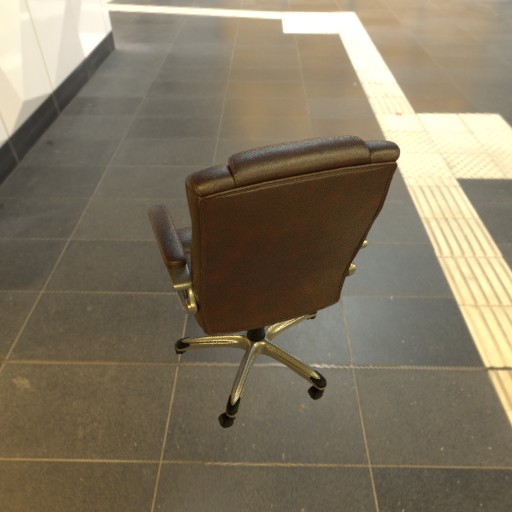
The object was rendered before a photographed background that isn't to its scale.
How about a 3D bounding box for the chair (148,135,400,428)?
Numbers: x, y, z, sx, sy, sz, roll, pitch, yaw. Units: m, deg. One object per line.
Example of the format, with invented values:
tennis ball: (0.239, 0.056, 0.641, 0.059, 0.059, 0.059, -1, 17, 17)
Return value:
chair: (0.000, 0.000, 1.545, 0.656, 1.128, 0.692, -12, 43, -14)
